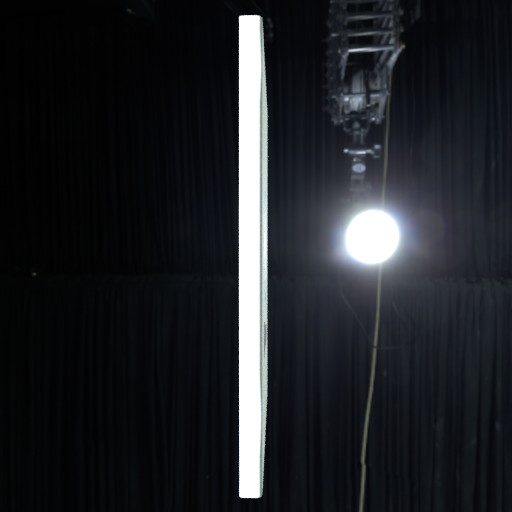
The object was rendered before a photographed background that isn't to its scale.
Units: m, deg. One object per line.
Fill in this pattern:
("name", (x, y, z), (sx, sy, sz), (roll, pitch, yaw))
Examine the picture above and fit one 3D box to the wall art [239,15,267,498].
("wall art", (0.000, 0.000, 1.127), (0.048, 0.902, 0.602), (0, 1, 2))
